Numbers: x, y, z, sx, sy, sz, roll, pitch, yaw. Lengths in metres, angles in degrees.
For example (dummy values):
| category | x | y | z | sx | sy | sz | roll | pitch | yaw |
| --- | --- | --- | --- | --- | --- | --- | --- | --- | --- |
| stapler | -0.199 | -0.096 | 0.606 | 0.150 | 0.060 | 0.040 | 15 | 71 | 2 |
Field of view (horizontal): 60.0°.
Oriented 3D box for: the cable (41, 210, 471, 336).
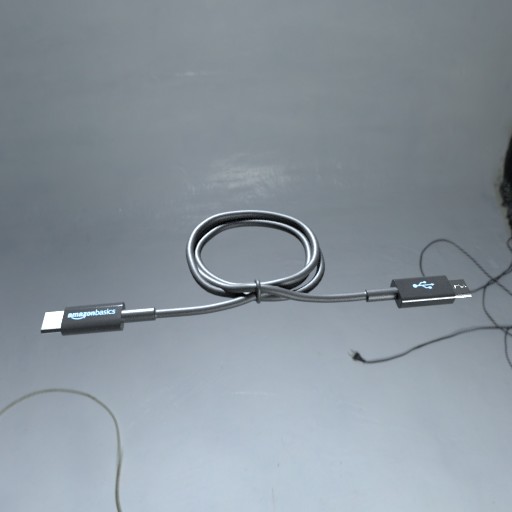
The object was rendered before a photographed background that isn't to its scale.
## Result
| category | x | y | z | sx | sy | sz | roll | pitch | yaw |
| --- | --- | --- | --- | --- | --- | --- | --- | --- | --- |
| cable | 0.000 | 0.000 | 0.217 | 0.192 | 0.014 | 0.070 | -4 | 46 | -4 |
